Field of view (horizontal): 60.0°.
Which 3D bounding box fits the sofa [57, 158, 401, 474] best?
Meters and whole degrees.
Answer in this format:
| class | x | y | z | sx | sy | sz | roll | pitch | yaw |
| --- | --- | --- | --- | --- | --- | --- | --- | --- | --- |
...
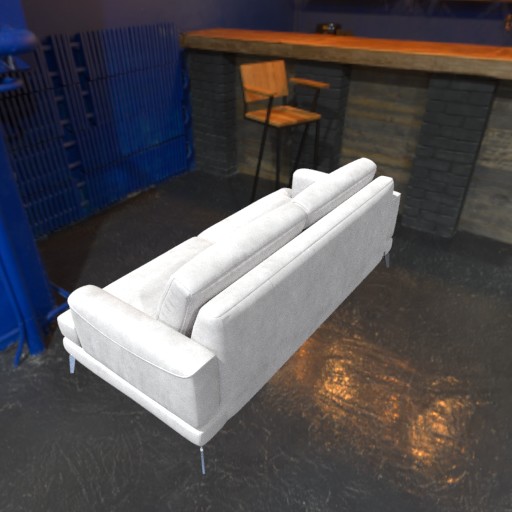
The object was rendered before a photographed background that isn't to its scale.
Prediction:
| class | x | y | z | sx | sy | sz | roll | pitch | yaw |
| --- | --- | --- | --- | --- | --- | --- | --- | --- | --- |
| sofa | 0.000 | 0.000 | 2.559 | 0.980 | 0.830 | 2.013 | 21 | 38 | 31 |
